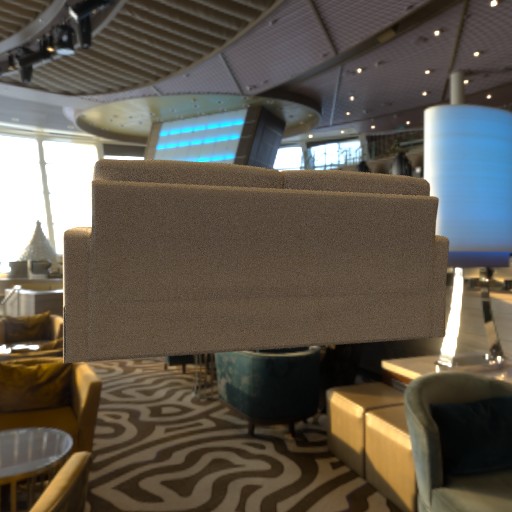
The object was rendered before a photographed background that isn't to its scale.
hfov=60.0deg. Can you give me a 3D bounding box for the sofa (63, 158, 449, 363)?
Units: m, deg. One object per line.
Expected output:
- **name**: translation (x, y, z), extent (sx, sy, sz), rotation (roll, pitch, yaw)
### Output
- **sofa**: translation (0.000, 0.000, 2.339), extent (1.808, 0.831, 0.894), rotation (0, 0, -18)
